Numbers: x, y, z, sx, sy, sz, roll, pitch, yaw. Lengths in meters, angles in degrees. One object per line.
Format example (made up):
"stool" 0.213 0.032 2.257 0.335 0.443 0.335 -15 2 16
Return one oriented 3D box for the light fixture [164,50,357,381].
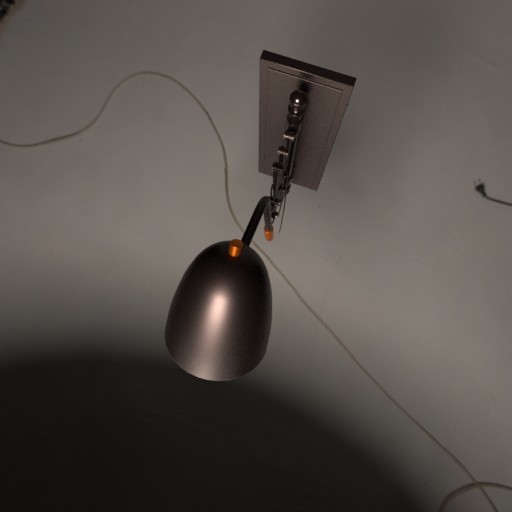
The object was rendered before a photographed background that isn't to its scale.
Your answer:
"light fixture" 0.000 0.000 0.919 0.162 0.715 0.499 19 77 5
